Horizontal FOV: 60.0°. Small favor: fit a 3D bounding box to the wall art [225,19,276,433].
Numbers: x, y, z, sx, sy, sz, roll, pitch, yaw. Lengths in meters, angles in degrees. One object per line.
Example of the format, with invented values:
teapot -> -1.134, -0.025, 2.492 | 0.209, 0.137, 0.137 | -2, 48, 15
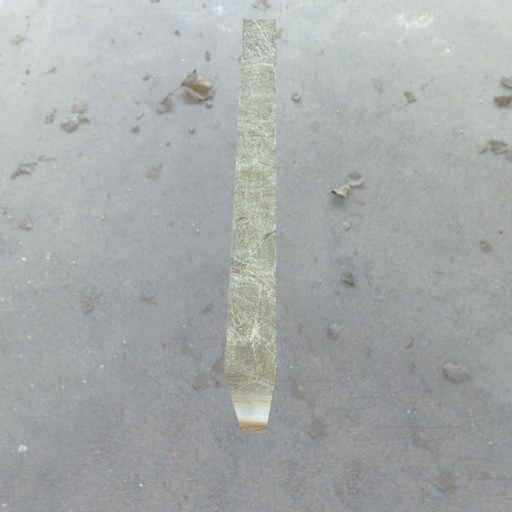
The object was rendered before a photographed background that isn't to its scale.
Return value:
wall art -> 0.000, 0.000, 0.599 | 0.038, 0.407, 0.405 | 1, 63, 1
